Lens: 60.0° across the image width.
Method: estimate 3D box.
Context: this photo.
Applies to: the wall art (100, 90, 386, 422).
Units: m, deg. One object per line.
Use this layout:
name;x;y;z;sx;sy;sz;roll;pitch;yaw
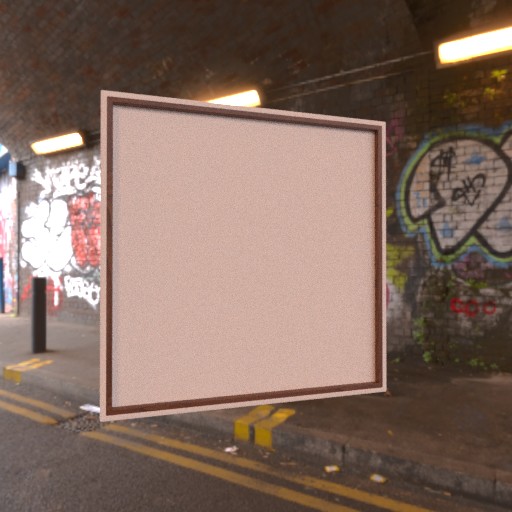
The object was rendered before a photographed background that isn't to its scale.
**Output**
wall art;0.000;0.000;1.524;1.009;1.009;0.049;0;-1;-18
